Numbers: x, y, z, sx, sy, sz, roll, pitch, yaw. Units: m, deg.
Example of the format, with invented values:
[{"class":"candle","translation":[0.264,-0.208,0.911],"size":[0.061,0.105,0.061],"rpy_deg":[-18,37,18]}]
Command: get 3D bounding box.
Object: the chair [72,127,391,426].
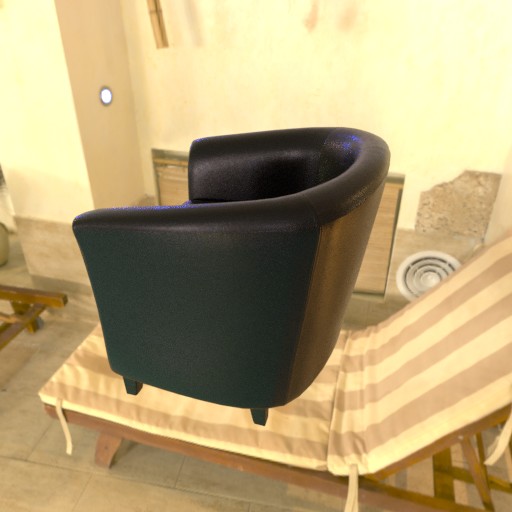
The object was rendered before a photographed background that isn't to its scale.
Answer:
[{"class":"chair","translation":[0.000,0.000,1.412],"size":[0.727,0.756,0.793],"rpy_deg":[8,31,14]}]
